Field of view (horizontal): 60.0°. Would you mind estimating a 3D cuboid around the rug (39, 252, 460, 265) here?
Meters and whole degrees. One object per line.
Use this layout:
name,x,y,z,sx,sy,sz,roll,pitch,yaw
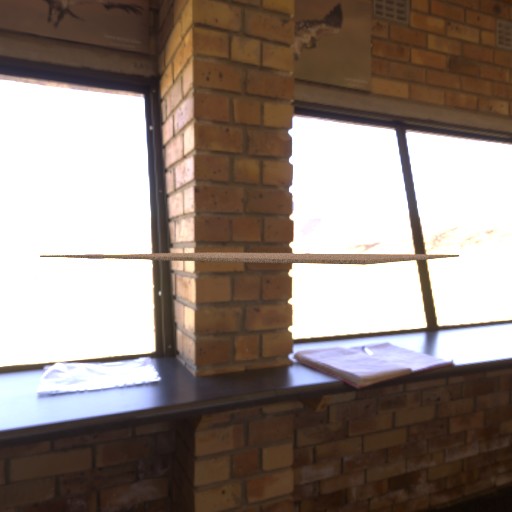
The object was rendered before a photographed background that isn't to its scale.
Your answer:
rug,0.000,0.000,4.041,3.000,0.025,2.400,1,1,35
